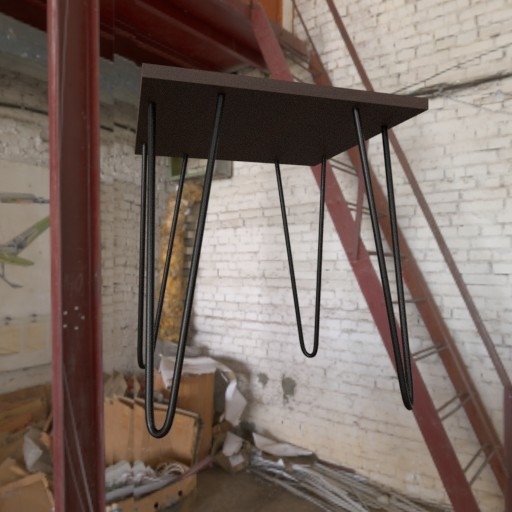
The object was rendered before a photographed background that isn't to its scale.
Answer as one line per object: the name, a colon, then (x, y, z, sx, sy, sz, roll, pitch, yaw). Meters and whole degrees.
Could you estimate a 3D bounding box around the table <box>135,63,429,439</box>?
table: (0.000, 0.000, 0.954, 0.495, 0.559, 0.495, 0, -1, -17)
